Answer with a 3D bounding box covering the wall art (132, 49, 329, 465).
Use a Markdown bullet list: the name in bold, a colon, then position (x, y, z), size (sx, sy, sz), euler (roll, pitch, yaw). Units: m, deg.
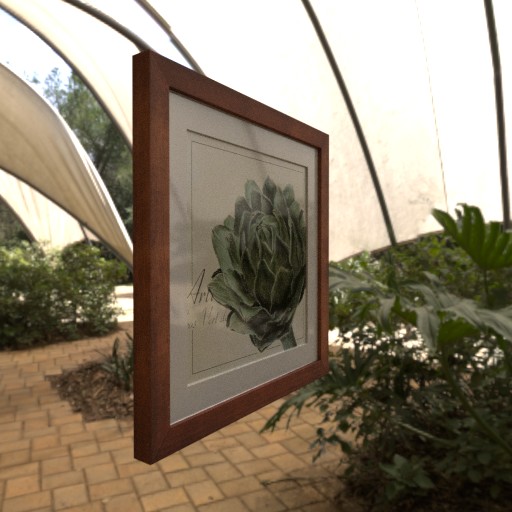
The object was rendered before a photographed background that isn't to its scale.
- **wall art**: position (0.000, 0.000, 0.845), size (0.037, 0.572, 0.554), euler (1, 1, 35)
